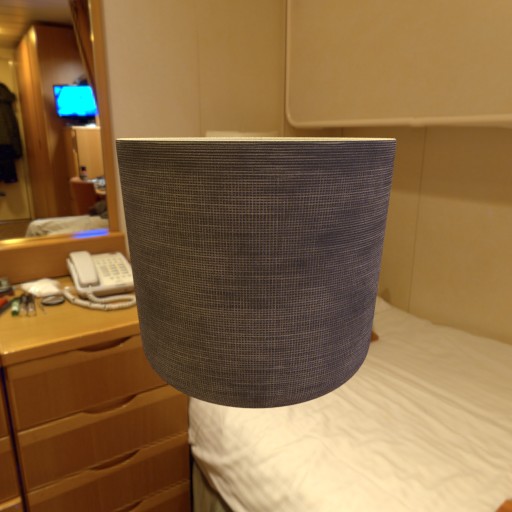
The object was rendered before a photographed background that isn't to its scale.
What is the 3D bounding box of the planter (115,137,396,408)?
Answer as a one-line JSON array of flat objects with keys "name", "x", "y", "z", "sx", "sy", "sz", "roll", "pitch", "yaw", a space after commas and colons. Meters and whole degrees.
[{"name": "planter", "x": 0.000, "y": 0.000, "z": 0.777, "sx": 0.440, "sy": 0.398, "sz": 0.440, "roll": 0, "pitch": 15, "yaw": 0}]
